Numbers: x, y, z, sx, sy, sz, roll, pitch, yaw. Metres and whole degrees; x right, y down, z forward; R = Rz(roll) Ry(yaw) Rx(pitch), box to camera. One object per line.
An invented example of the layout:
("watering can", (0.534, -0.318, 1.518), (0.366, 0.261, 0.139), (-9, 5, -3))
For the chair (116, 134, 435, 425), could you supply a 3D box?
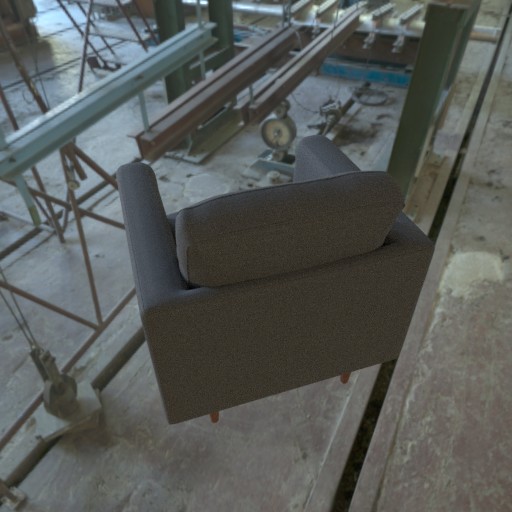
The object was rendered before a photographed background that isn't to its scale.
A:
("chair", (0.000, 0.000, 1.601), (0.854, 0.927, 0.800), (-12, 43, -14))
